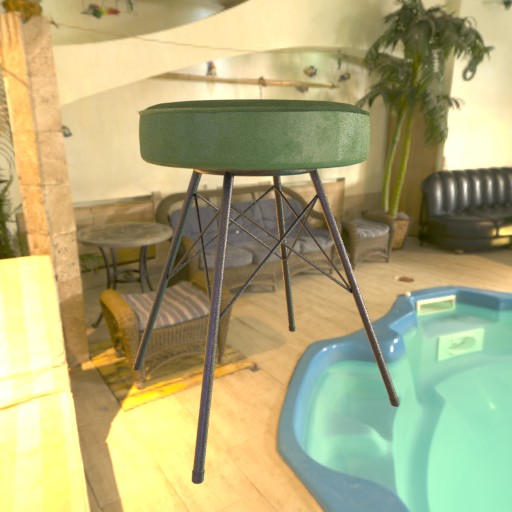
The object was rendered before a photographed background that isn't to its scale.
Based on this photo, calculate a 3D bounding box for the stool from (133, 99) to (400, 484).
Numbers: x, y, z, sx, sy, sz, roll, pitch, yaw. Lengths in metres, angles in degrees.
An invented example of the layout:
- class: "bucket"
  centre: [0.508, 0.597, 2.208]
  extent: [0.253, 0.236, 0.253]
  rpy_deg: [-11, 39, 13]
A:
- class: "stool"
  centre: [0.000, 0.000, 0.913]
  extent: [0.457, 0.595, 0.430]
  rpy_deg: [-8, 18, -27]
